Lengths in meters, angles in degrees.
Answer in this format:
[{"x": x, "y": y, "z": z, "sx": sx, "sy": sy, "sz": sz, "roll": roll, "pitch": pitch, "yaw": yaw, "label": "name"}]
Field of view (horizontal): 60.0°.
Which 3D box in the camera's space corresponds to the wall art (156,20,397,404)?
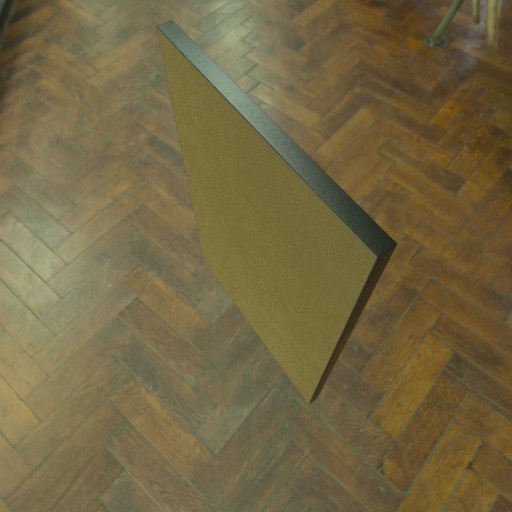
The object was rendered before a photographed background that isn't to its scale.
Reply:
[{"x": 0.000, "y": 0.000, "z": 0.562, "sx": 0.019, "sy": 0.455, "sz": 0.314, "roll": -31, "pitch": 64, "yaw": -17, "label": "wall art"}]
